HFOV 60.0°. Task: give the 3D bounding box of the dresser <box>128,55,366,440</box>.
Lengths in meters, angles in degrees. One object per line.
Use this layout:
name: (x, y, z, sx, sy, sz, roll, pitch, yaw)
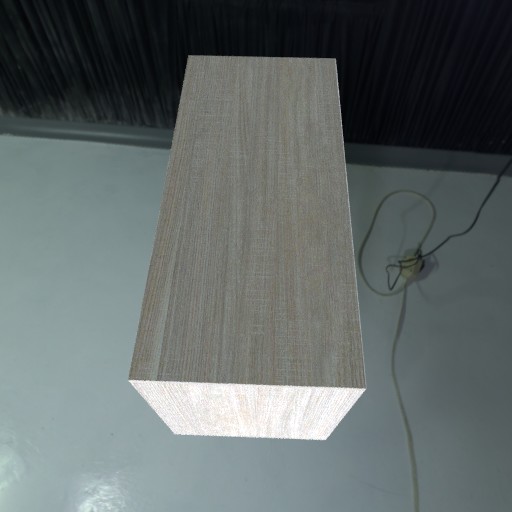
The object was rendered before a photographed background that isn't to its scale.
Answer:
dresser: (0.000, 0.000, 1.550, 0.500, 0.780, 1.110, 2, 58, 1)
